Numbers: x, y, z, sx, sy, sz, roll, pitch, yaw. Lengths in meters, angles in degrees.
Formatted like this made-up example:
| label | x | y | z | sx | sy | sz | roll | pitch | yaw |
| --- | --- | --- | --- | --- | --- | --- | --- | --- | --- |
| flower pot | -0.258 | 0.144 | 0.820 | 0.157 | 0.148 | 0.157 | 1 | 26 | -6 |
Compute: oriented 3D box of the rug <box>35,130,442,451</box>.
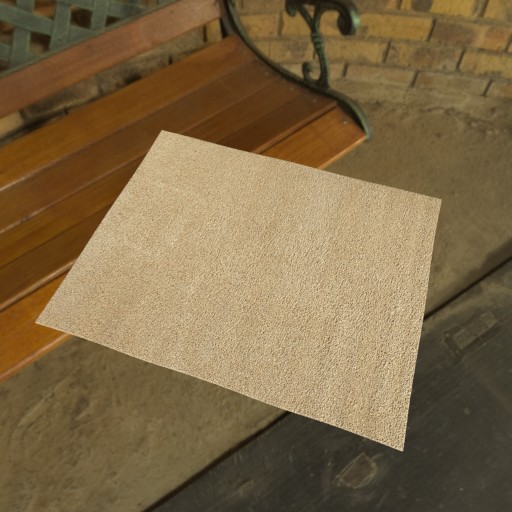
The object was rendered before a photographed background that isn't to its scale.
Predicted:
| label | x | y | z | sx | sy | sz | roll | pitch | yaw |
| --- | --- | --- | --- | --- | --- | --- | --- | --- | --- |
| rug | 0.000 | 0.000 | 3.979 | 3.000 | 0.025 | 2.400 | 16 | 59 | 10 |
